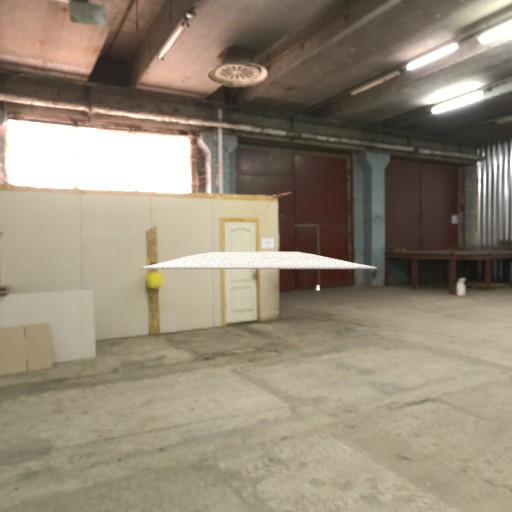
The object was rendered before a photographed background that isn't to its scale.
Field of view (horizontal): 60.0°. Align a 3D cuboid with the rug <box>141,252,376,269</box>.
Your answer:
[{"bbox_3d":[0.000,0.000,2.493,0.712,0.013,2.346,0,2,0],"label":"rug"}]
